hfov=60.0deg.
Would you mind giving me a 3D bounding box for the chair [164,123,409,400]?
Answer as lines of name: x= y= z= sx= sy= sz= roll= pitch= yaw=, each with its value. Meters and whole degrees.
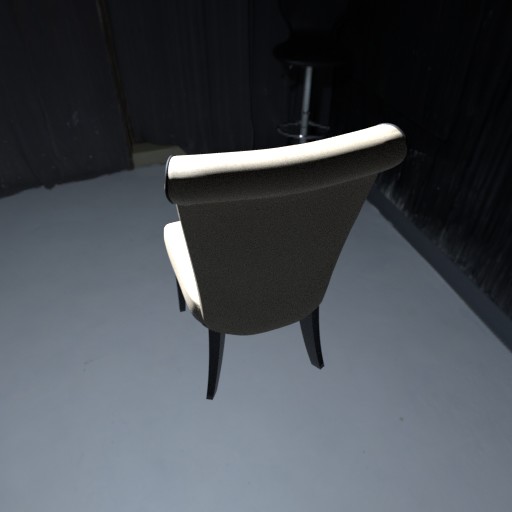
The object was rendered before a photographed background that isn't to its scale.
chair: x=0.000 y=0.000 z=1.375 sx=0.522 sy=0.997 sz=0.623 roll=-12 pitch=43 yaw=-13
